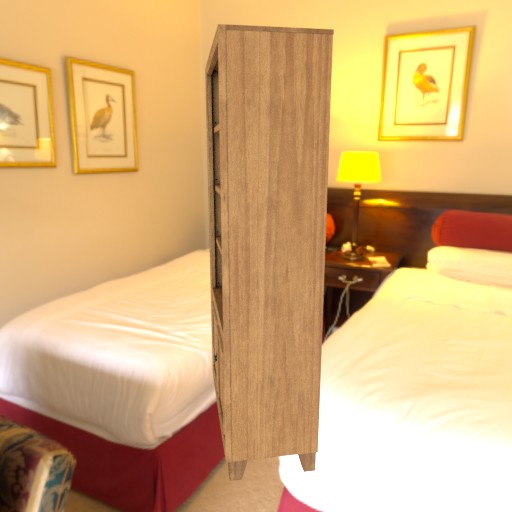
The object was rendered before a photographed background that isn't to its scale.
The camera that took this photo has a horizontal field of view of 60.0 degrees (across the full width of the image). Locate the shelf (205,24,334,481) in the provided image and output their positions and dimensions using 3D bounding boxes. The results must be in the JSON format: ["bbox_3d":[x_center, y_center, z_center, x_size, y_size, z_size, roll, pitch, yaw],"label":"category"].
[{"bbox_3d":[0.000,0.000,2.264,0.453,1.930,0.864,-2,13,-9],"label":"shelf"}]
